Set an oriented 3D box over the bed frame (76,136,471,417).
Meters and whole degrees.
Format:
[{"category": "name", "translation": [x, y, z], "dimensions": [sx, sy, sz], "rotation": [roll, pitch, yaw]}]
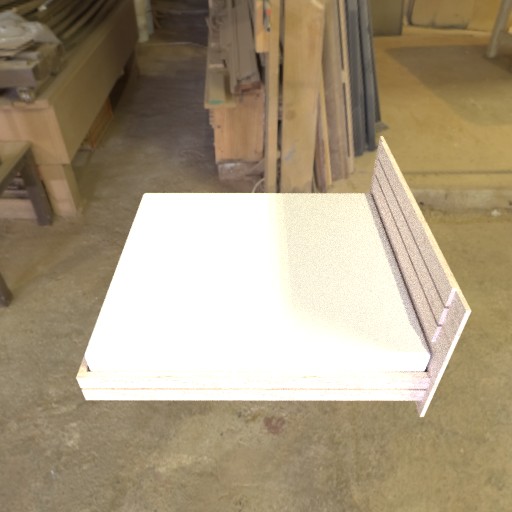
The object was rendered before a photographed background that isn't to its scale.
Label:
[{"category": "bed frame", "translation": [0.000, 0.000, 3.188], "dimensions": [2.080, 0.970, 1.950], "rotation": [0, 40, 0]}]
